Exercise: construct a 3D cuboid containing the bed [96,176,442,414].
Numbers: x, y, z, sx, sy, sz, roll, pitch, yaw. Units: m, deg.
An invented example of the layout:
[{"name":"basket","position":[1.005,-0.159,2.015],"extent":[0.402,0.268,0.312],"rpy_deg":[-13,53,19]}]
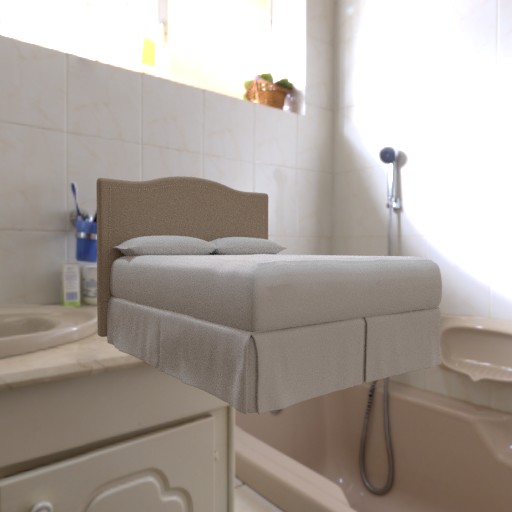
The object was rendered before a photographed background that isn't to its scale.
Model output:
[{"name":"bed","position":[0.000,0.000,3.216],"extent":[1.678,1.398,2.052],"rpy_deg":[-1,1,-36]}]
